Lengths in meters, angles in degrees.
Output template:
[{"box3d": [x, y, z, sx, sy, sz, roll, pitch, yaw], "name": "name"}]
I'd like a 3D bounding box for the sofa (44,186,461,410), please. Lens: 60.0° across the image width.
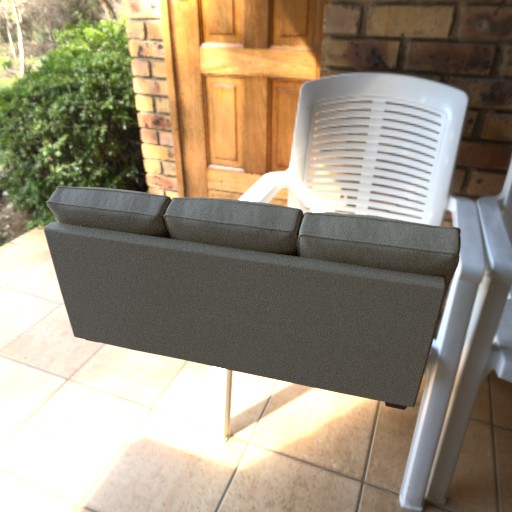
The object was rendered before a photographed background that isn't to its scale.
[{"box3d": [0.000, 0.000, 2.563, 1.962, 0.973, 1.027, 8, 32, 14], "name": "sofa"}]
